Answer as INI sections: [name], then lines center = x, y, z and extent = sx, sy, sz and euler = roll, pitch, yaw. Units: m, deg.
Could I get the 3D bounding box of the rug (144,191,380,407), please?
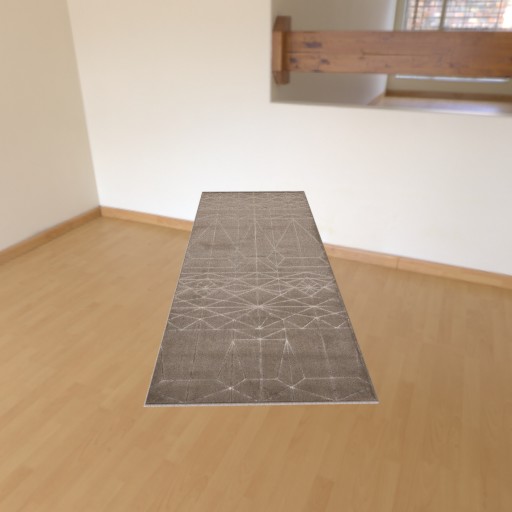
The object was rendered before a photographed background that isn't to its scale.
[rug]
center = 0.000, 0.000, 2.681
extent = 0.864, 0.012, 2.388
euler = -1, 27, -1
